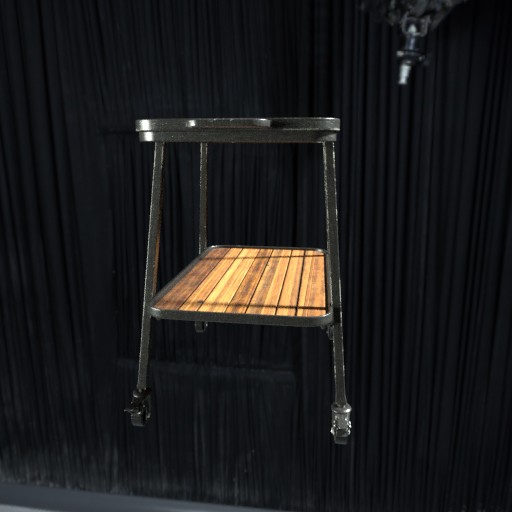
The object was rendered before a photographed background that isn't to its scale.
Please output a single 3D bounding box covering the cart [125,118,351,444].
[{"bbox_3d":[0.000,0.000,1.242,0.515,0.700,0.806,2,14,8],"label":"cart"}]
